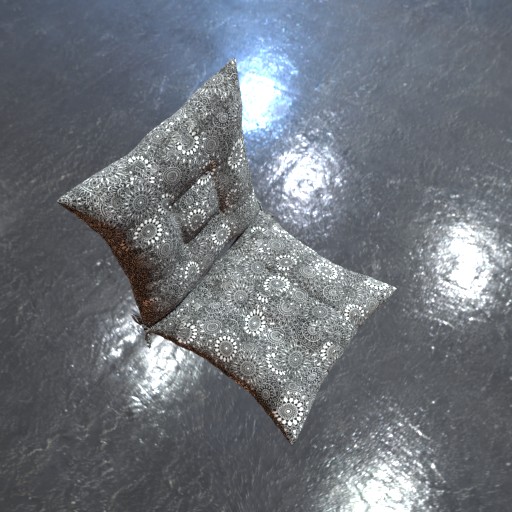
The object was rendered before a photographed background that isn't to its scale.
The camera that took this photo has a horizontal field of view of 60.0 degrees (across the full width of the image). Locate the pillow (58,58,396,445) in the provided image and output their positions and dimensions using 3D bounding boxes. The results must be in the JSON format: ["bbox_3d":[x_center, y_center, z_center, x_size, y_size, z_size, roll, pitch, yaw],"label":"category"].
[{"bbox_3d":[0.000,0.000,1.018,0.585,0.536,0.541,32,63,19],"label":"pillow"}]
